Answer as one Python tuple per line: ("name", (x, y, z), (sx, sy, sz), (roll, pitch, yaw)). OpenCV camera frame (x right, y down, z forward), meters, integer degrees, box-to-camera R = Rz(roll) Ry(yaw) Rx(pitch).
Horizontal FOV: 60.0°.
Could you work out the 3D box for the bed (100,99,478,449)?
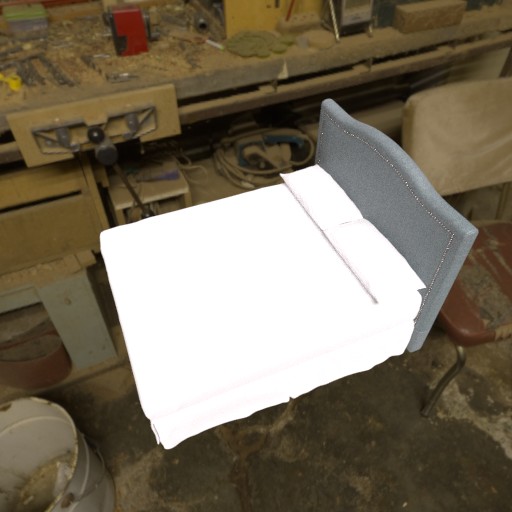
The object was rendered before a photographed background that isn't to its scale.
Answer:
("bed", (0.000, 0.000, 3.316), (2.143, 1.460, 1.753), (-17, 49, -16))
